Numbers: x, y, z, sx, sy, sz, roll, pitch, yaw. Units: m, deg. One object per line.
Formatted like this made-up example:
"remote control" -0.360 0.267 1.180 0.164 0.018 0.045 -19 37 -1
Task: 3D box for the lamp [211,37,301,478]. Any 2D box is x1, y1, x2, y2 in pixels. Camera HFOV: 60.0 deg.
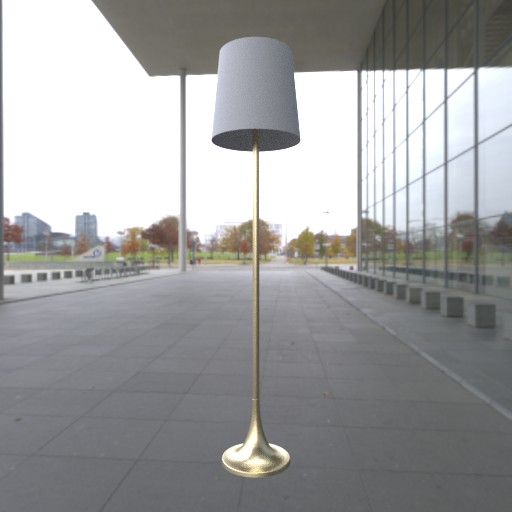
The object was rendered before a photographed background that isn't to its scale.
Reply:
"lamp" 0.000 0.000 1.673 0.337 1.543 0.337 0 0 0
